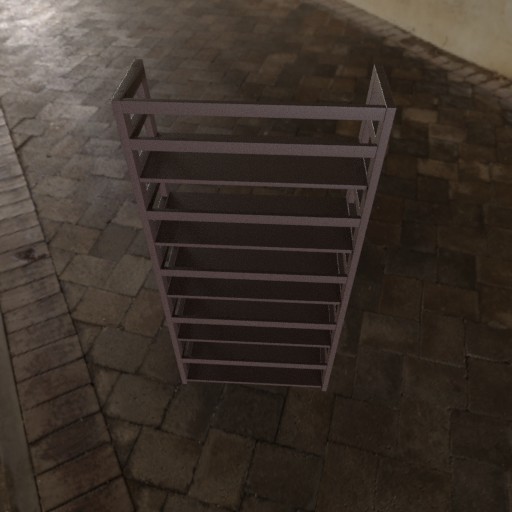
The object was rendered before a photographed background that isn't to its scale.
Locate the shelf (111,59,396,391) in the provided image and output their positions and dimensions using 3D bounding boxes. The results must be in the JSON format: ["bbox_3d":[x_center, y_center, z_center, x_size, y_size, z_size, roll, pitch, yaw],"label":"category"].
[{"bbox_3d":[0.000,0.000,1.896,0.763,1.600,0.403,2,47,2],"label":"shelf"}]
